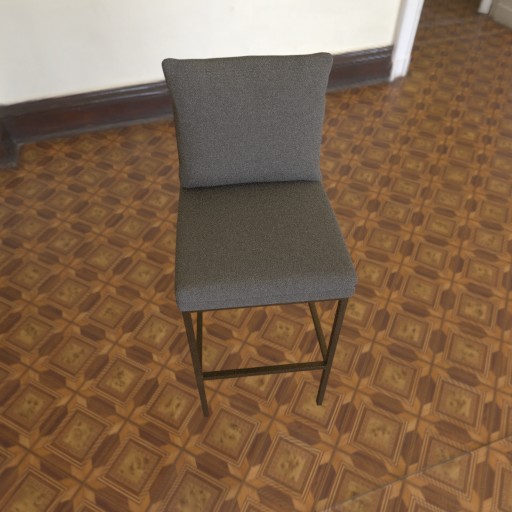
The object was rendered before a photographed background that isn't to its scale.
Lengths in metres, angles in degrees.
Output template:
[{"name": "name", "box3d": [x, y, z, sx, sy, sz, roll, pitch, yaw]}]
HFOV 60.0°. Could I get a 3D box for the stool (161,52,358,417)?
[{"name": "stool", "box3d": [0.000, 0.000, 1.421, 0.463, 1.132, 0.569, -4, 47, -4]}]
